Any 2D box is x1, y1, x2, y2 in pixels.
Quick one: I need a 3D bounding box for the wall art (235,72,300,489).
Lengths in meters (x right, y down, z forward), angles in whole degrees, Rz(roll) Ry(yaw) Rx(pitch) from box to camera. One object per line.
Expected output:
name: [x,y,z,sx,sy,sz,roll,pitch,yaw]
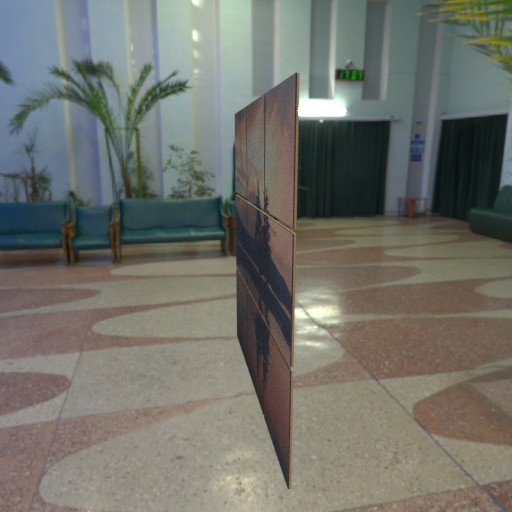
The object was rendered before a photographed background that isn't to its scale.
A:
wall art: [0.000,0.000,2.290,0.013,1.525,1.520,-2,13,-10]
